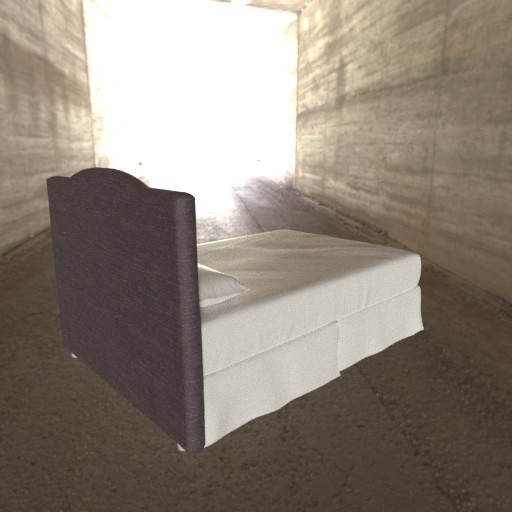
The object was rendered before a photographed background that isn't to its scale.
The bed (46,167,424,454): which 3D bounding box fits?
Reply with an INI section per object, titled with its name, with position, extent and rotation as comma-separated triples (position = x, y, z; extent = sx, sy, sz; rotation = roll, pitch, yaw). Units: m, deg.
[bed]
position = 0.000, 0.000, 3.498
extent = 2.507, 1.441, 1.741
rotation = -12, 18, -41
